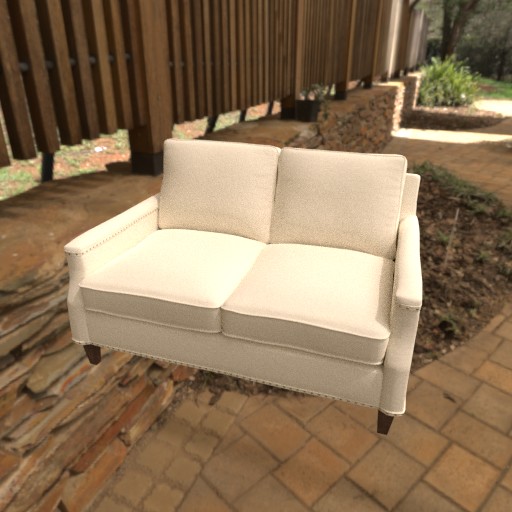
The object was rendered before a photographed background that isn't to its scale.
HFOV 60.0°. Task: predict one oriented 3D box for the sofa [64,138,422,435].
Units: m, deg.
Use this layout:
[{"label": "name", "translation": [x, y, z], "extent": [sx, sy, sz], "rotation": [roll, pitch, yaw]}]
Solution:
[{"label": "sofa", "translation": [0.000, 0.000, 2.281], "extent": [1.597, 1.003, 1.084], "rotation": [8, 26, 17]}]
